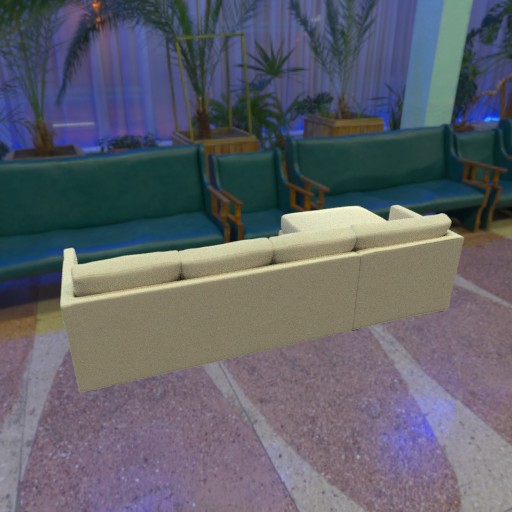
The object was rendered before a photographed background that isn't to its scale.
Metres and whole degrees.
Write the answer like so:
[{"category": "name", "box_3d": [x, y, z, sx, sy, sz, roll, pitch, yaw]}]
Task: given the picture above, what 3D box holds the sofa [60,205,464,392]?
[{"category": "sofa", "box_3d": [0.000, 0.000, 4.048, 3.205, 0.922, 1.650, -9, 27, -18]}]
